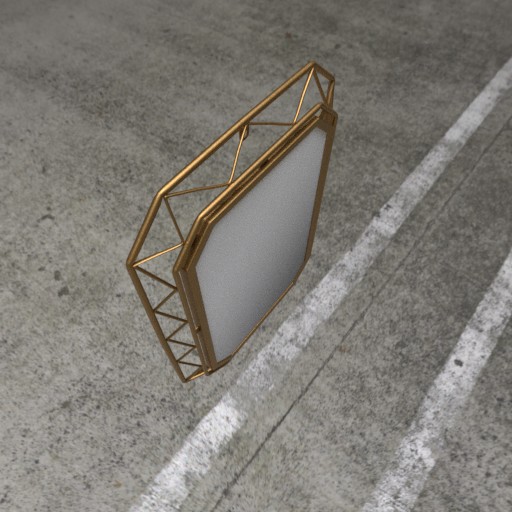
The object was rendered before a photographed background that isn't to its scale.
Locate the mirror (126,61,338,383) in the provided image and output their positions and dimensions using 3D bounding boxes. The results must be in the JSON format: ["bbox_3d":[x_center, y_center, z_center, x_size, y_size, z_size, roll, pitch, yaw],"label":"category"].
[{"bbox_3d":[0.000,0.000,0.740,0.042,0.566,0.417,34,64,19],"label":"mirror"}]
